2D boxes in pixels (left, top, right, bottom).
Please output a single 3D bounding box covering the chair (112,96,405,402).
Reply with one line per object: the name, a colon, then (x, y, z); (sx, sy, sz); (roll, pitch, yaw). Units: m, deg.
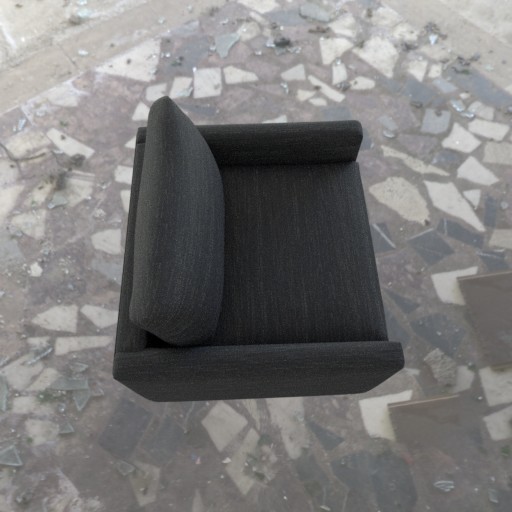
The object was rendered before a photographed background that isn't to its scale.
chair: (0.000, 0.000, 1.638); (0.866, 0.861, 0.963); (-2, 64, -1)
